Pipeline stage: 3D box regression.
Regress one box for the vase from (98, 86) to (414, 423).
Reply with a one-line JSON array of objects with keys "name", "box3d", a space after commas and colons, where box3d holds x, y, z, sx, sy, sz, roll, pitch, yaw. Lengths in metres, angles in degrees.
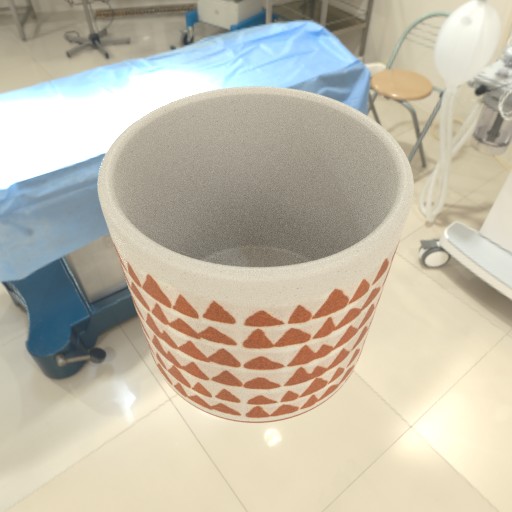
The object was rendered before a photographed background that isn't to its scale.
[{"name": "vase", "box3d": [0.000, 0.000, 0.242, 0.137, 0.127, 0.137, 0, 48, 0]}]
